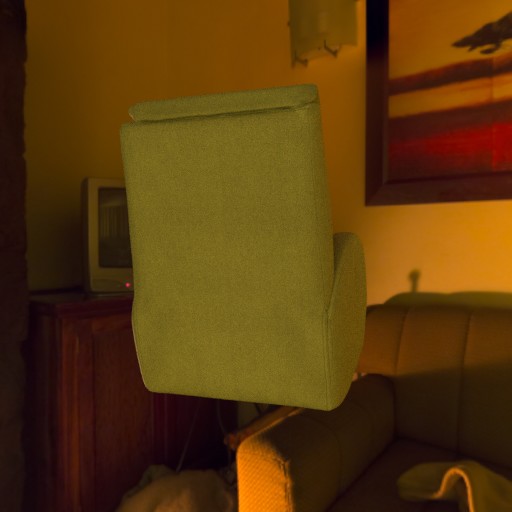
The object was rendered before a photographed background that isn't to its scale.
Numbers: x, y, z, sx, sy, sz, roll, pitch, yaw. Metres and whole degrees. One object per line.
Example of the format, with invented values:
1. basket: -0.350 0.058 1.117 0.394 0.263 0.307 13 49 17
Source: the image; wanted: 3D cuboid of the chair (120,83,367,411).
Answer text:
1. chair: 0.000 0.000 1.710 0.794 1.016 0.940 0 1 17
